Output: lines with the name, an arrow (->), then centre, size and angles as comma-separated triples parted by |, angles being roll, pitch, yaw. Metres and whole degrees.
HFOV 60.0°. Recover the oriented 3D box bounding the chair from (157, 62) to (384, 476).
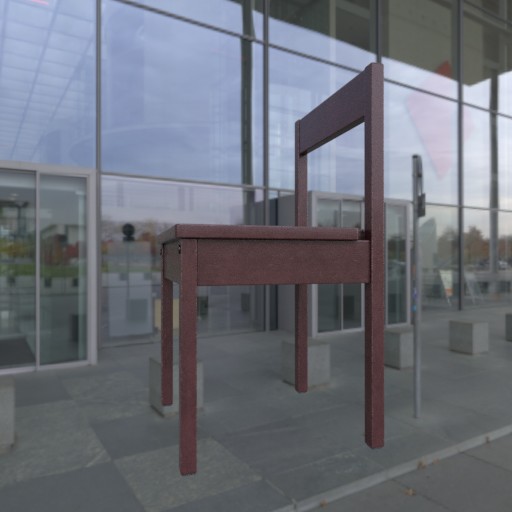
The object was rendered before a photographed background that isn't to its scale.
chair -> 0.000, 0.000, 0.886 | 0.361, 0.668, 0.367 | 0, 0, -17
